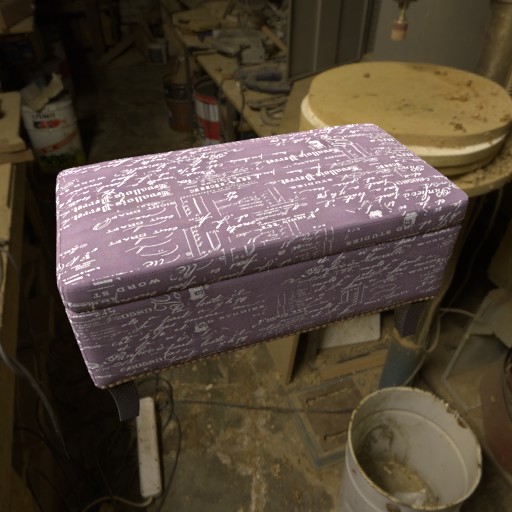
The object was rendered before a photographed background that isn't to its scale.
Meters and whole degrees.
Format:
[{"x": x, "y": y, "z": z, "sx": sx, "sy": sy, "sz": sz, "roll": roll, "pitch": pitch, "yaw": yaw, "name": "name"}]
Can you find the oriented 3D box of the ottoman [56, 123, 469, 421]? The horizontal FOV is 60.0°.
[{"x": 0.000, "y": 0.000, "z": 1.066, "sx": 0.813, "sy": 0.457, "sz": 0.406, "roll": -13, "pitch": 42, "yaw": -14, "name": "ottoman"}]
